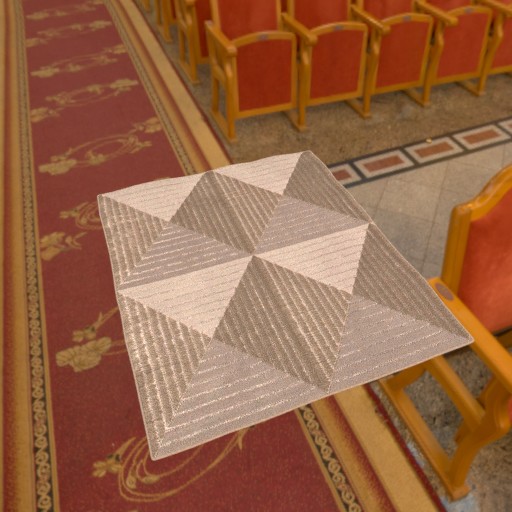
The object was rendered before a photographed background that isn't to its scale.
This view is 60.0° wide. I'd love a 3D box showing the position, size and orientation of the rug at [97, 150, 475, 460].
[{"bbox_3d":[0.000,0.000,0.881,0.551,0.008,0.642,-15,47,-15],"label":"rug"}]
